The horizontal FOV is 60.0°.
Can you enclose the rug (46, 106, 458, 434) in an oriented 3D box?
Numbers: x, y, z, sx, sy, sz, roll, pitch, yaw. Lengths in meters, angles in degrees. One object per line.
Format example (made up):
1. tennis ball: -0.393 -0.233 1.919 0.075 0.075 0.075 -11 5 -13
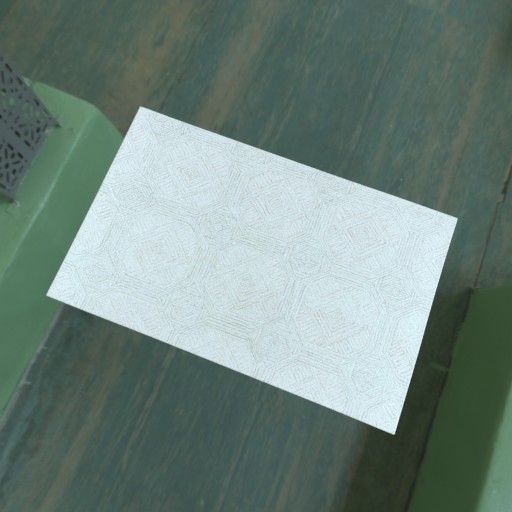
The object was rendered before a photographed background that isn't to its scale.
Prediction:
1. rug: 0.000 0.000 3.039 2.440 0.008 1.524 21 77 5
